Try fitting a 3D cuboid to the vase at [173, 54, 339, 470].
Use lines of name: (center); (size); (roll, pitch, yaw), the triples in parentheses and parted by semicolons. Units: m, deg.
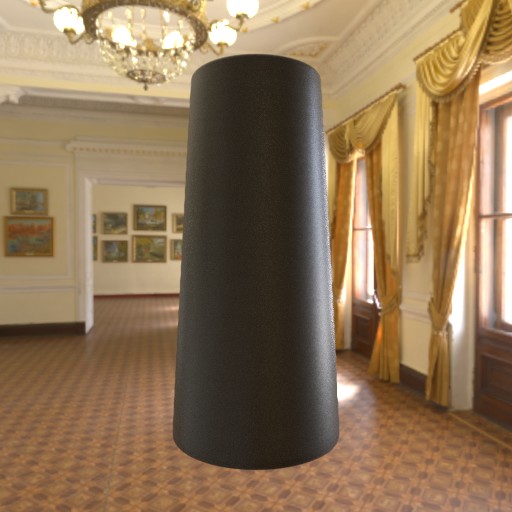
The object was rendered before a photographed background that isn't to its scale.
vase: (0.000, 0.000, 0.367); (0.136, 0.289, 0.136); (0, 1, 0)
